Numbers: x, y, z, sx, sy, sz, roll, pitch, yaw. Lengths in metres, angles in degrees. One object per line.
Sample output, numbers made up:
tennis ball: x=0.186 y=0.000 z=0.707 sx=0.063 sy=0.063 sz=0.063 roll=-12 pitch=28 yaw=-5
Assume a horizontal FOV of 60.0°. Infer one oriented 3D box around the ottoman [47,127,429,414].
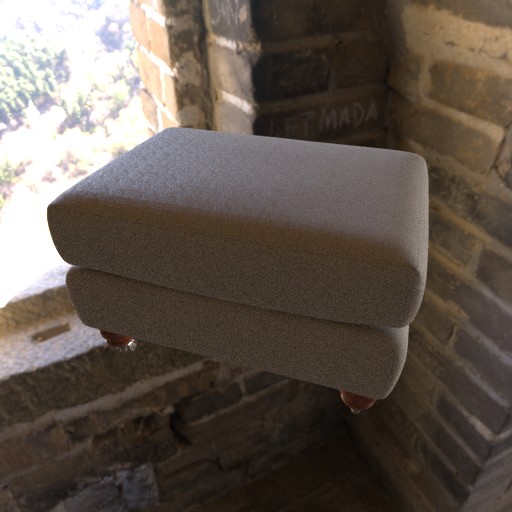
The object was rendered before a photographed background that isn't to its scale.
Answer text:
ottoman: x=0.000 y=0.000 z=1.132 sx=0.773 sy=0.504 sz=0.569 roll=10 pitch=35 yaw=15
